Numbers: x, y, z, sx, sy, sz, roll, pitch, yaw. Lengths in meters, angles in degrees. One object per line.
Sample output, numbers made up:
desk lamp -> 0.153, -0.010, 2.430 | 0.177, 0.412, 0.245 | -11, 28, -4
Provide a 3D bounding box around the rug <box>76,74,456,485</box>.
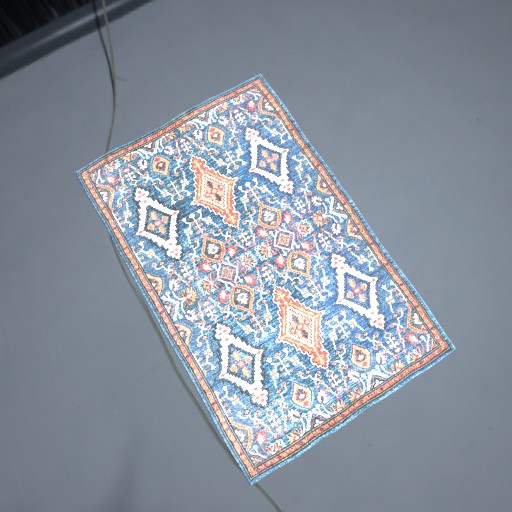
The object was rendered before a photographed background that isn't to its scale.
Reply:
rug -> 0.000, 0.000, 2.298 | 1.195, 0.014, 1.847 | -31, 78, -7
